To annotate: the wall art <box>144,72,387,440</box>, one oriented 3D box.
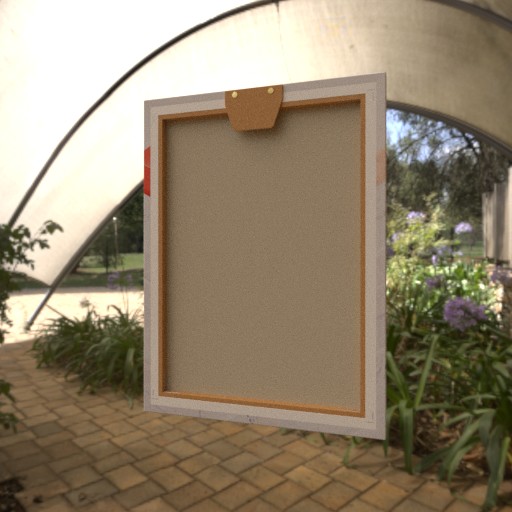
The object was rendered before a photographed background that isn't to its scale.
[{"bbox_3d":[0.000,0.000,1.346,0.759,1.014,0.045,0,0,17],"label":"wall art"}]
